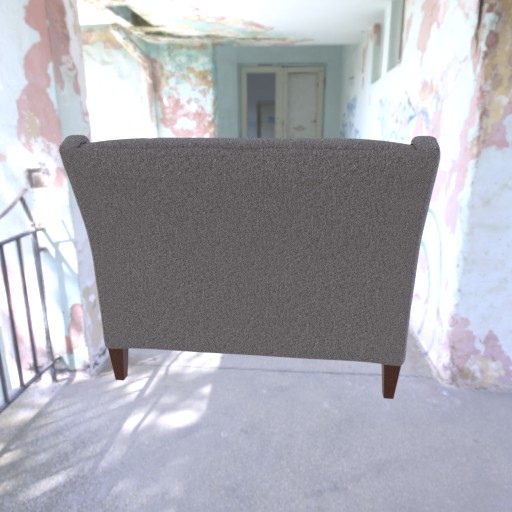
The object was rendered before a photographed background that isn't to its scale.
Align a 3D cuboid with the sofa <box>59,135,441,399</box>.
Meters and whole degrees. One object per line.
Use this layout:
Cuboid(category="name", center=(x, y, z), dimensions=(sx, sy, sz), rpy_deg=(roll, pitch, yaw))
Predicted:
Cuboid(category="sofa", center=(0.000, 0.000, 1.922), dimensions=(1.242, 1.026, 0.862), rpy_deg=(2, 17, 7))
